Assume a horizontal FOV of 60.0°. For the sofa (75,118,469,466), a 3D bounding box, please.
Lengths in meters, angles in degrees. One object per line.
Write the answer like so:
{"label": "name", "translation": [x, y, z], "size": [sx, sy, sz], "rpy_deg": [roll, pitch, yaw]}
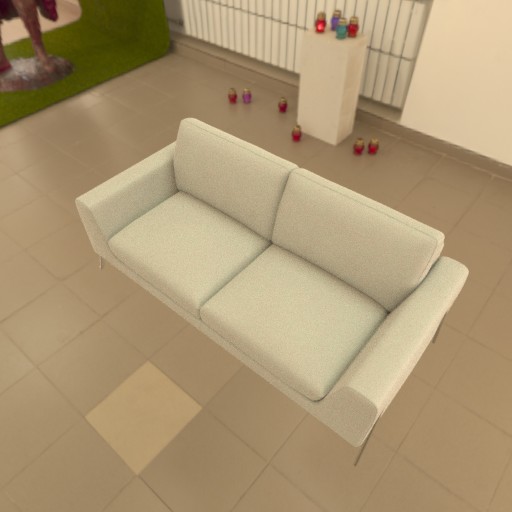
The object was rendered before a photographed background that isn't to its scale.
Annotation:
{"label": "sofa", "translation": [0.000, 0.000, 2.519], "size": [2.017, 0.875, 0.953], "rpy_deg": [31, 54, 26]}
